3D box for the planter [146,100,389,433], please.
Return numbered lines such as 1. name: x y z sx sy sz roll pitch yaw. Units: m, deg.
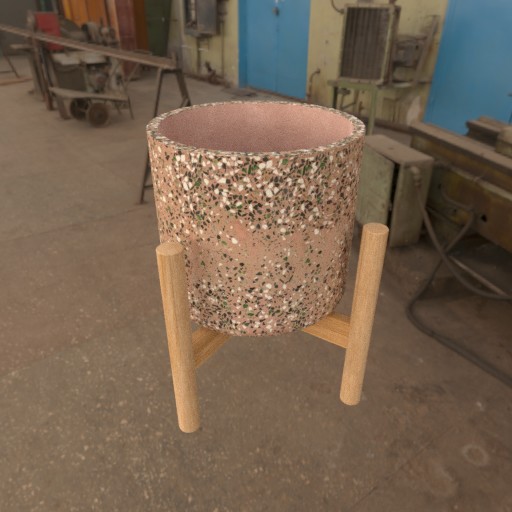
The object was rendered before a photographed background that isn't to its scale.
1. planter: 0.000 0.000 0.540 0.284 0.320 0.284 -19 35 -29
